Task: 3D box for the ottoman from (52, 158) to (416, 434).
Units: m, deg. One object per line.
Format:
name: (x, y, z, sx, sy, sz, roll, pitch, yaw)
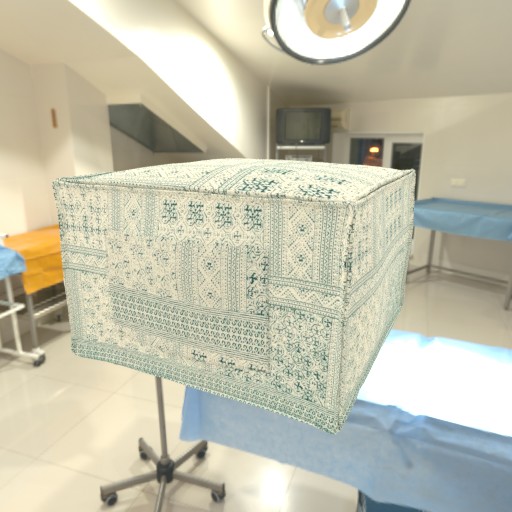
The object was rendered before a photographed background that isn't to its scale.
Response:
ottoman: (0.000, 0.000, 1.045, 0.617, 0.439, 0.626, 8, 17, 26)
